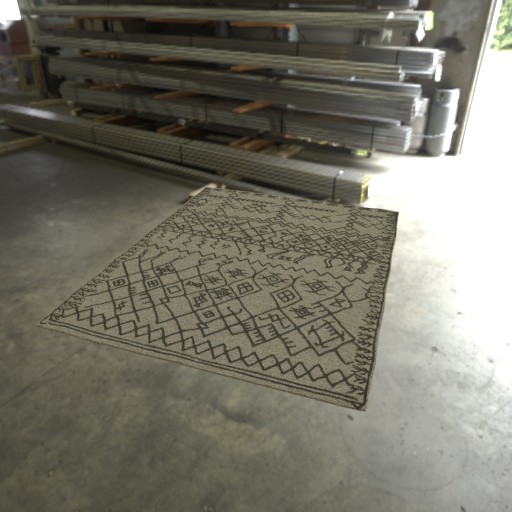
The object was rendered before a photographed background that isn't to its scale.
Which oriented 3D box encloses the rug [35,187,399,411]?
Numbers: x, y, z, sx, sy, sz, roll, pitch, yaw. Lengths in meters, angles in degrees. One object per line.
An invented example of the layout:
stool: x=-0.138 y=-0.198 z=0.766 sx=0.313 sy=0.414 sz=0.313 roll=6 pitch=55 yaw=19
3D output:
rug: x=0.000 y=0.000 z=3.362 sx=1.964 sy=0.025 sz=2.455 roll=10 pitch=31 yaw=17
